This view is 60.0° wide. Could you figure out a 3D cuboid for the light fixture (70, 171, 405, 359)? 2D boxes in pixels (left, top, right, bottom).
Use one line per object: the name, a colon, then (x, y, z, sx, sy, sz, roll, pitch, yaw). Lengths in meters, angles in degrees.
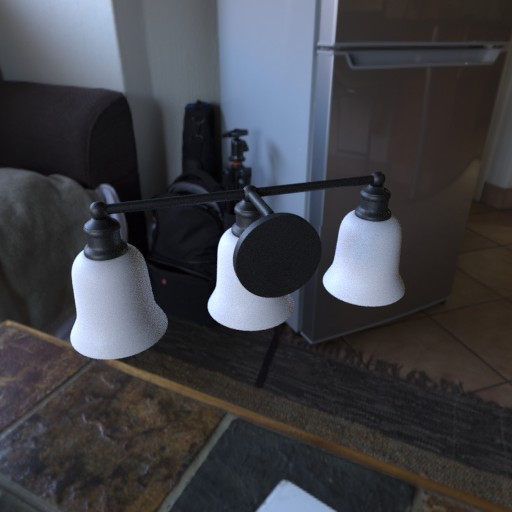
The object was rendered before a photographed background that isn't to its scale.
light fixture: (0.000, 0.000, 0.672, 0.570, 0.211, 0.198, -9, 30, -16)
